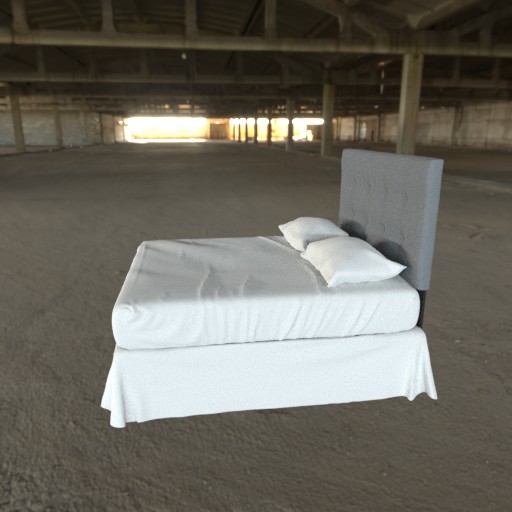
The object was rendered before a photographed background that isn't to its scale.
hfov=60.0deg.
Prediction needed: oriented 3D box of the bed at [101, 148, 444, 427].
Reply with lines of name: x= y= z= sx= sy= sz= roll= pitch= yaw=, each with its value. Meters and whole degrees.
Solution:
bed: x=0.000 y=0.000 z=3.481 sx=2.222 sy=1.577 sz=1.936 roll=-2 pitch=16 yaw=-8
